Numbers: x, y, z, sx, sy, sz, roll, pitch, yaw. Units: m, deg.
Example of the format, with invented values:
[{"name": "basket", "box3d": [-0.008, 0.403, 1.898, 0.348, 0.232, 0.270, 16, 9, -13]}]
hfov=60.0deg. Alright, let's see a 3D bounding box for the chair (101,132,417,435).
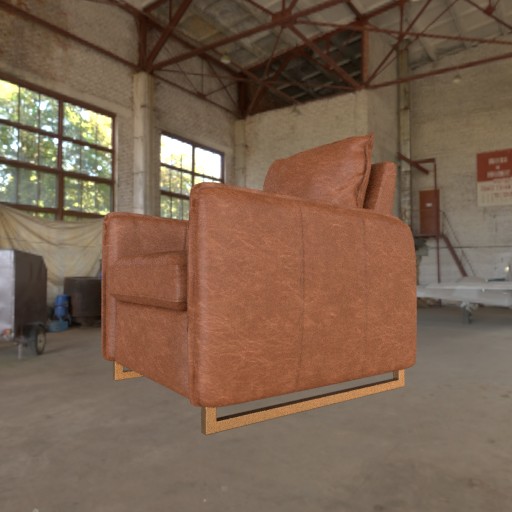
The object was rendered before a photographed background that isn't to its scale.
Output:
[{"name": "chair", "box3d": [0.000, 0.000, 1.632, 0.922, 0.922, 0.830, 2, -3, -36]}]
